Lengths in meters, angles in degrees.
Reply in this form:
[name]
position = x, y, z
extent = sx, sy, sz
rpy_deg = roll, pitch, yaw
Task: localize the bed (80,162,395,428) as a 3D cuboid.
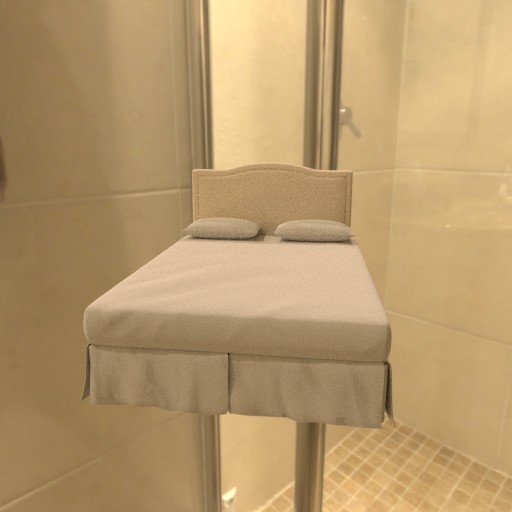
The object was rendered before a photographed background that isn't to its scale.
[bed]
position = 0.000, 0.000, 3.708
extent = 1.977, 1.437, 2.477
rpy_deg = 2, 14, 7
